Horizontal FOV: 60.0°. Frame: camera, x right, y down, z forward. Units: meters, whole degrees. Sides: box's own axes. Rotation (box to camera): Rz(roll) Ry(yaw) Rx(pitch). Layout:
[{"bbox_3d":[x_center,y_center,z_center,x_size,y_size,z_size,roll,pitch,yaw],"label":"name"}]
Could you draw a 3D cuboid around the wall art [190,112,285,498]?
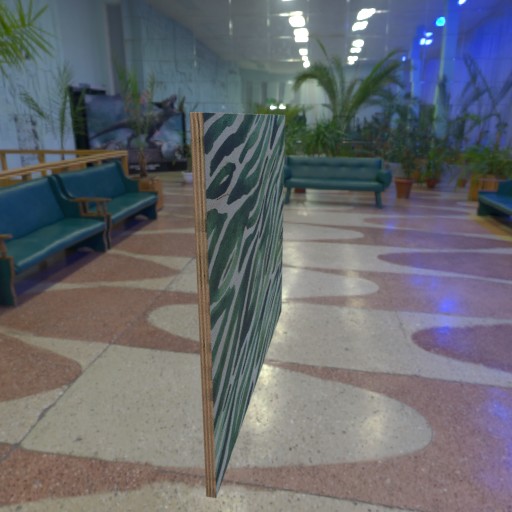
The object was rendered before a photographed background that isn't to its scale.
[{"bbox_3d":[0.000,0.000,0.670,0.012,0.408,0.508,3,18,11],"label":"wall art"}]
